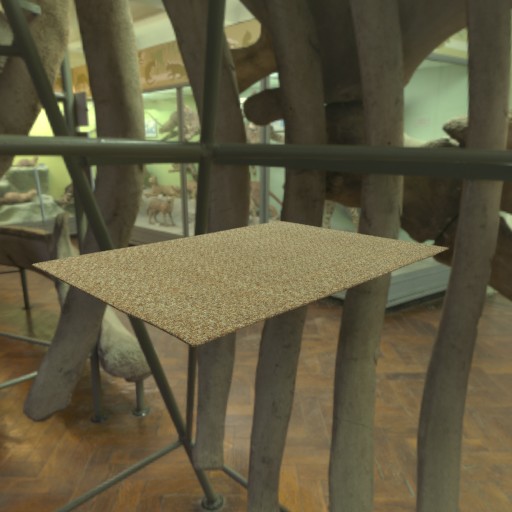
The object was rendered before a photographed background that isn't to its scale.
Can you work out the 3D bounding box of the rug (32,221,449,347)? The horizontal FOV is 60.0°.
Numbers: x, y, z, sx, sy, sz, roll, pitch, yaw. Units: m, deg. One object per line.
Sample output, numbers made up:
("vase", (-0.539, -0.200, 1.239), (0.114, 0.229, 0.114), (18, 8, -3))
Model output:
("rug", (0.000, 0.000, 2.773), (1.566, 0.013, 2.141), (14, 20, 43))
